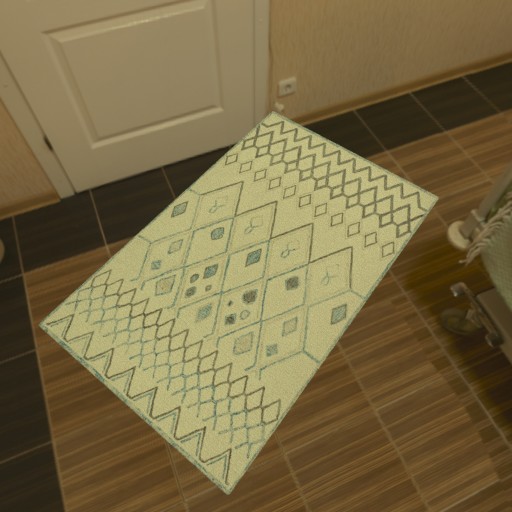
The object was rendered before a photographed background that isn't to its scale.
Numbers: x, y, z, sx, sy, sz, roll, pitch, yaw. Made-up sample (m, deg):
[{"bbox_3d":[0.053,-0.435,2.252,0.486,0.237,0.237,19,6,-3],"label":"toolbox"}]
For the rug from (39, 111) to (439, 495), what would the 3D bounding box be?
[{"bbox_3d":[0.000,0.000,3.001,1.524,0.015,2.439,33,64,19],"label":"rug"}]
